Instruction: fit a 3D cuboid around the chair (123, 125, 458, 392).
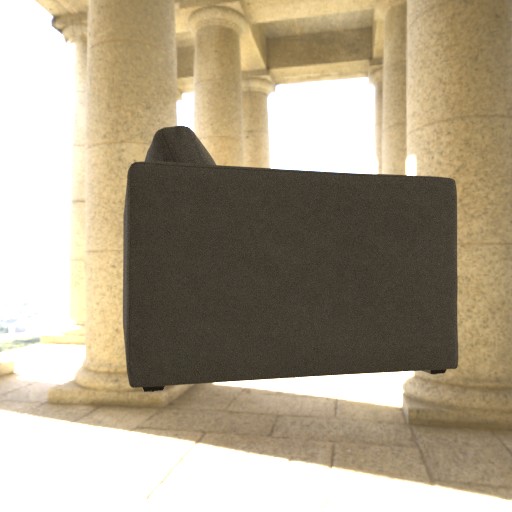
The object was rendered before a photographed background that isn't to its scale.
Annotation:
[{"bbox_3d":[0.000,0.000,1.879,1.091,0.845,1.190,1,-2,-17],"label":"chair"}]
